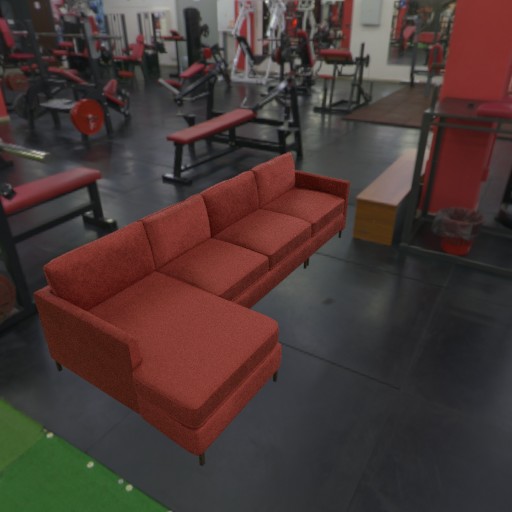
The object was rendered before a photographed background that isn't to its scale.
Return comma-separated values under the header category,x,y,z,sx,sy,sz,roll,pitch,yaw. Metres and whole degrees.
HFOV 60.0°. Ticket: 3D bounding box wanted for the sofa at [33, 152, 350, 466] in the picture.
category,x,y,z,sx,sy,sz,roll,pitch,yaw
sofa,0.000,0.000,4.012,1.500,0.967,3.400,18,34,29
